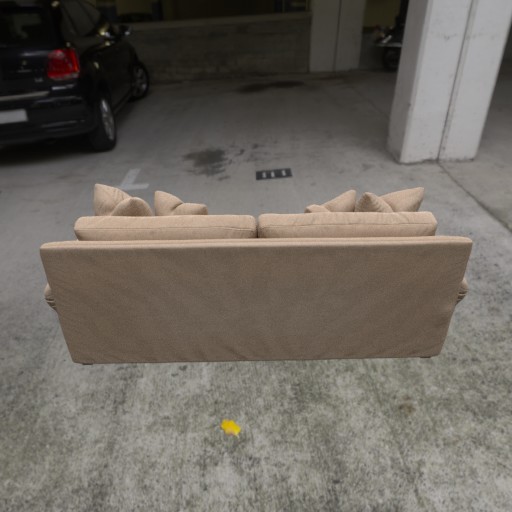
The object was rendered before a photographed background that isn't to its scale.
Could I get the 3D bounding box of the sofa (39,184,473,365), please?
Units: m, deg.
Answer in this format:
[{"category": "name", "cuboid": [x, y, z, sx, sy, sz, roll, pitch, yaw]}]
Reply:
[{"category": "sofa", "cuboid": [0.000, 0.000, 2.817, 2.285, 0.904, 1.067, -1, 31, -1]}]
